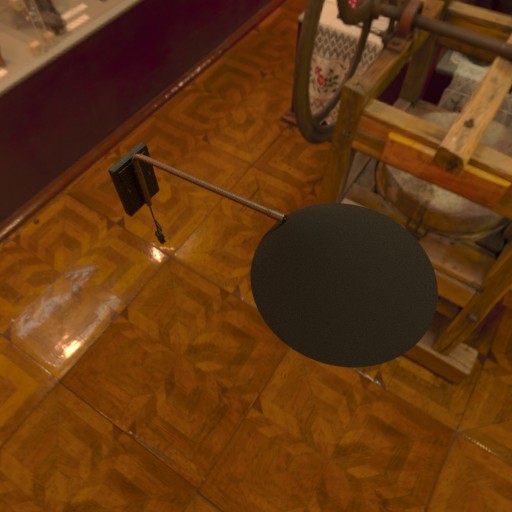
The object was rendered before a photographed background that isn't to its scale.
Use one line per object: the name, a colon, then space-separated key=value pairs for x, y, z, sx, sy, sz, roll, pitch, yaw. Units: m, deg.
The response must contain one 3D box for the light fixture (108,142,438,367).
light fixture: x=0.000 y=0.000 z=0.684 sx=0.516 sy=0.312 sz=0.240 roll=31 pitch=64 yaw=18
